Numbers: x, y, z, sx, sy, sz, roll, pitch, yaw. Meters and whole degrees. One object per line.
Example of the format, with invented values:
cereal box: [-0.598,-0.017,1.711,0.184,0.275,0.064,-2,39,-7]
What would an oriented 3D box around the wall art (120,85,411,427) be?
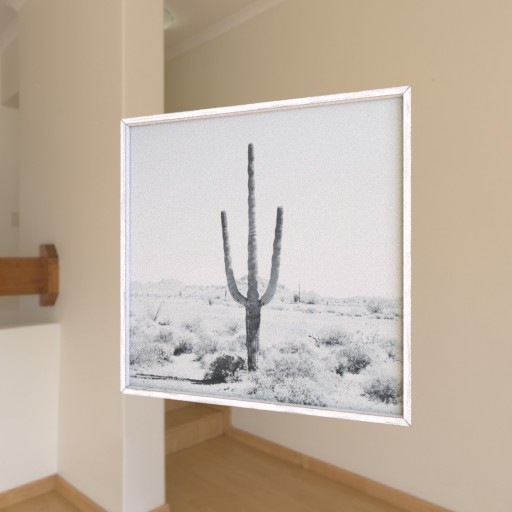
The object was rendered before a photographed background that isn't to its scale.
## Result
wall art: [0.000,0.000,0.462,0.305,0.305,0.038,0,0,19]
